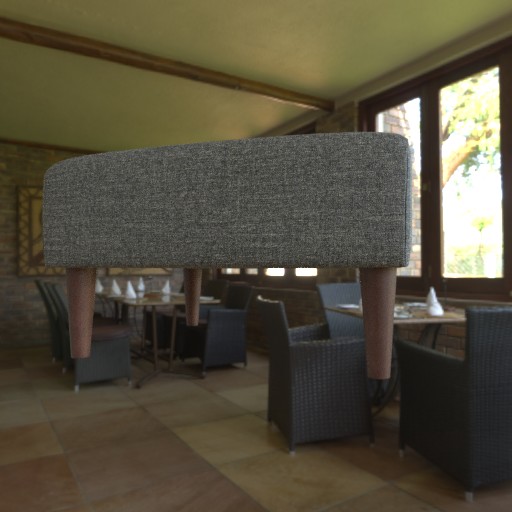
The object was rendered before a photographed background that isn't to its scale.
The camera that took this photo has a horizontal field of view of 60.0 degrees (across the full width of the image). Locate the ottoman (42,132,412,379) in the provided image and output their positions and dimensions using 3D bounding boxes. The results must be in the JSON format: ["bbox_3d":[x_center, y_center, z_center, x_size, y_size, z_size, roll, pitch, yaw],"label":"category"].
[{"bbox_3d":[0.000,0.000,1.019,0.655,0.399,0.648,-1,-2,17],"label":"ottoman"}]
